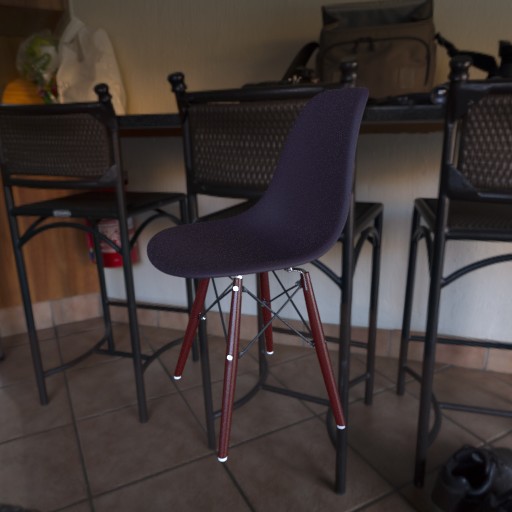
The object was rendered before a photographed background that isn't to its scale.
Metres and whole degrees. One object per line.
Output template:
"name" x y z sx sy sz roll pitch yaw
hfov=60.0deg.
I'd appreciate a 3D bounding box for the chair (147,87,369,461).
"chair" 0.000 0.000 1.139 0.533 0.826 0.470 -8 18 -25
